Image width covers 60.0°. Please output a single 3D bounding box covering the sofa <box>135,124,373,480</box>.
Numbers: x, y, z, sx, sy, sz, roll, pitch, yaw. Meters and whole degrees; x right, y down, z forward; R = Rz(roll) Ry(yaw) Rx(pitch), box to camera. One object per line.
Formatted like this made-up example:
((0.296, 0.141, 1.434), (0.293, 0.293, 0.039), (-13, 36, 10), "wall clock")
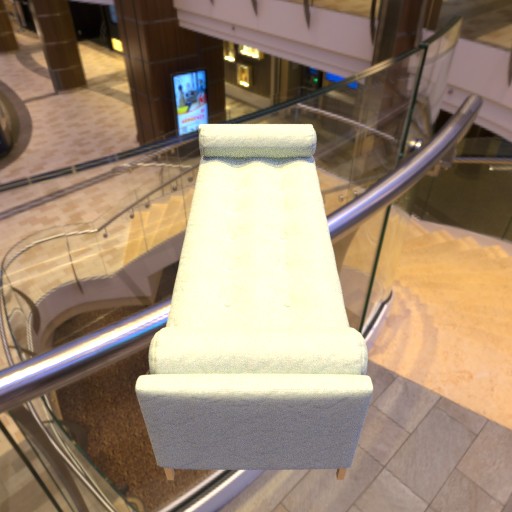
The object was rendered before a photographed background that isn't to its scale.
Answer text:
((0.000, 0.000, 2.399), (0.796, 0.705, 2.102), (0, 40, 0), "sofa")
